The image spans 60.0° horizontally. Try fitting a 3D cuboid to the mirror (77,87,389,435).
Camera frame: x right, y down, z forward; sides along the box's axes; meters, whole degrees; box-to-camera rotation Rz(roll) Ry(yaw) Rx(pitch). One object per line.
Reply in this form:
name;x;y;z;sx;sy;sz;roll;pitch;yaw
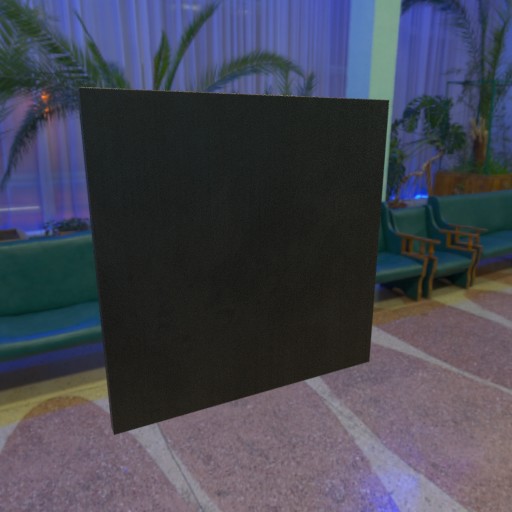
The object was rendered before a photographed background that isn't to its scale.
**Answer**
mirror;0.000;0.000;0.556;0.382;0.381;0.020;-8;17;-26
